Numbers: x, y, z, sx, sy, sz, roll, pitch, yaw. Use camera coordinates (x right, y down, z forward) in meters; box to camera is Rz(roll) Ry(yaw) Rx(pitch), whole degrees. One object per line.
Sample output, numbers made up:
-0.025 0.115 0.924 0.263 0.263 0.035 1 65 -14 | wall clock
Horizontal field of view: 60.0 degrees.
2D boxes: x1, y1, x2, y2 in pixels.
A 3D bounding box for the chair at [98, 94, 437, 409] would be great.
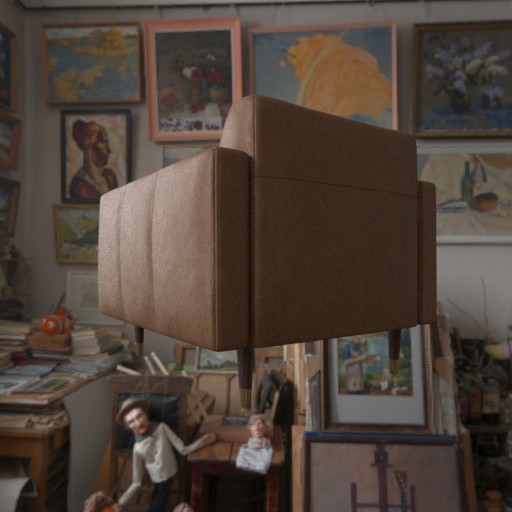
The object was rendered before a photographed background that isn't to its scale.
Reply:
0.000 0.000 1.680 0.953 0.819 0.998 0 -1 -35 | chair
